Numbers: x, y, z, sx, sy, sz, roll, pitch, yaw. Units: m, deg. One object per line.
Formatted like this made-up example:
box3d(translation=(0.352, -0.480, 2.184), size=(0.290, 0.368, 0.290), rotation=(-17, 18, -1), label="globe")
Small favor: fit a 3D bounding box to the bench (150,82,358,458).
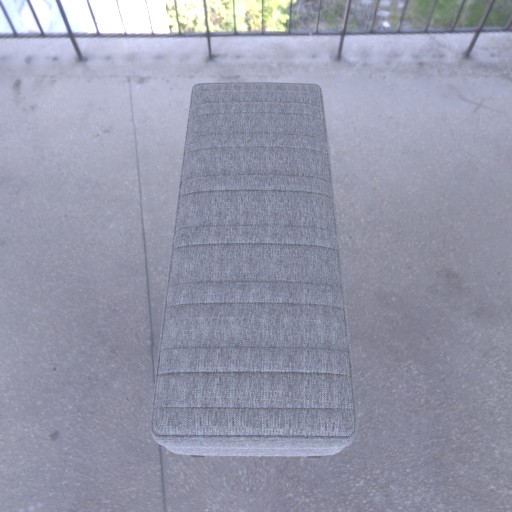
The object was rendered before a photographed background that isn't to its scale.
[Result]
box3d(translation=(0.000, 0.000, 1.314), size=(0.429, 0.470, 1.100), rotation=(0, 59, 0), label="bench")
